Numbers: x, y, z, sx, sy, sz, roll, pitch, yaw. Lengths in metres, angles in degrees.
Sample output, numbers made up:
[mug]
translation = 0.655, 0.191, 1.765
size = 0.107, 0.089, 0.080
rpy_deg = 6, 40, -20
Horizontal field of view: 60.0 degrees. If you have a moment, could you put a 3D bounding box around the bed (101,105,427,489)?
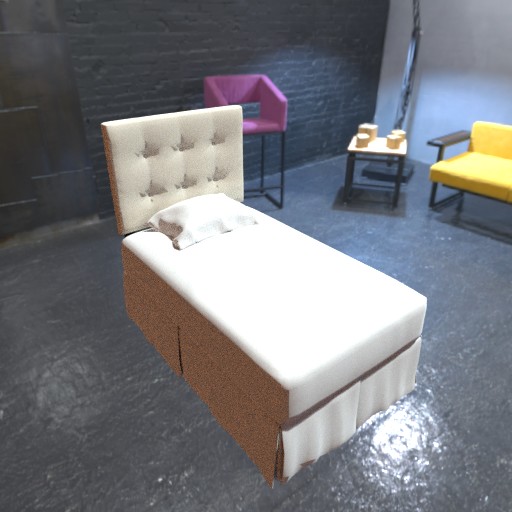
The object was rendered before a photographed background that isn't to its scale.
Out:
[bed]
translation = 0.000, 0.000, 2.961
size = 1.261, 1.571, 1.997
rpy_deg = -20, 34, -32
